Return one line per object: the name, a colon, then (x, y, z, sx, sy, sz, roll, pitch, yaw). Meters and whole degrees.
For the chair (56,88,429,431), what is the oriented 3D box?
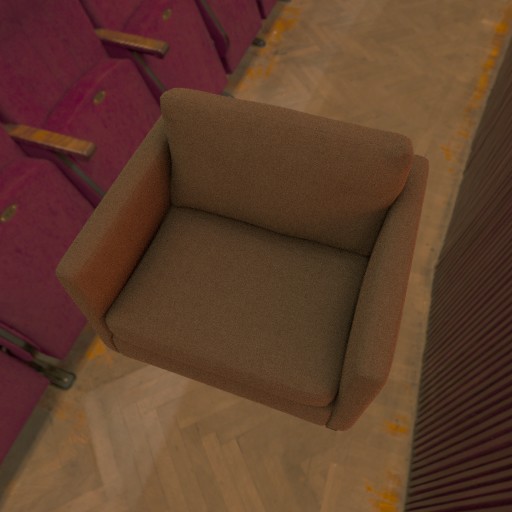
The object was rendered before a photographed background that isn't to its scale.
chair: (0.000, 0.000, 1.766, 1.107, 0.963, 0.959, 16, 58, 10)
